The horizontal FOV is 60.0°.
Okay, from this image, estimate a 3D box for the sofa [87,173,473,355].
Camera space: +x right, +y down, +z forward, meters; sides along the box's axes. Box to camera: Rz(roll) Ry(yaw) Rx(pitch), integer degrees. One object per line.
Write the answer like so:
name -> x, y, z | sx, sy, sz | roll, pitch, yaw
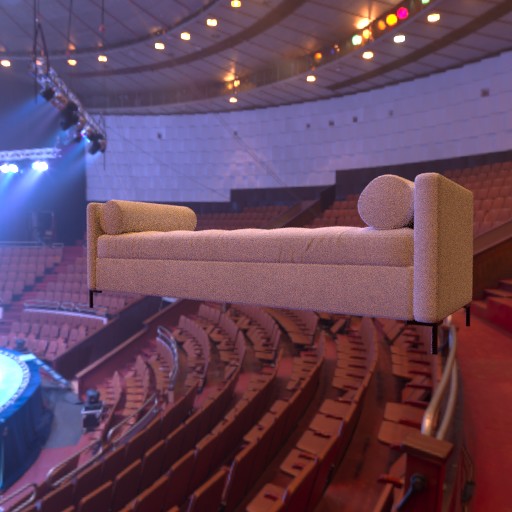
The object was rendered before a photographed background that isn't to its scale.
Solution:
sofa -> 0.000, 0.000, 2.340 | 1.981, 0.635, 0.686 | 1, 2, 35
